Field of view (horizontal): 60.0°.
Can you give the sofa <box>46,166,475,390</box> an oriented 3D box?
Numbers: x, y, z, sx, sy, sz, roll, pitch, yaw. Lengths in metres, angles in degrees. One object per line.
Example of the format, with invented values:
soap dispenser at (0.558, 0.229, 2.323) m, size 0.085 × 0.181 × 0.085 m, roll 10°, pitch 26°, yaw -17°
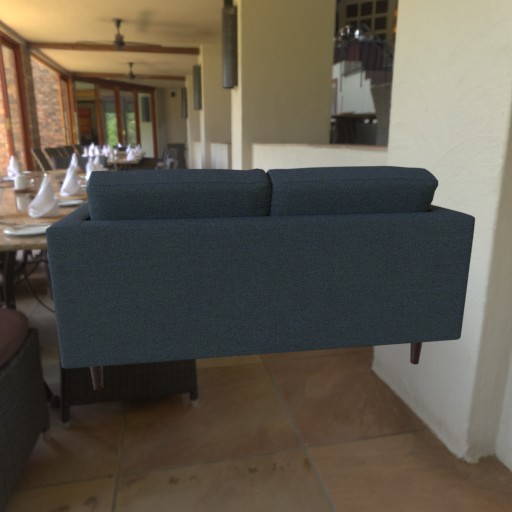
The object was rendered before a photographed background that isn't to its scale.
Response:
sofa at (0.000, 0.000, 2.217) m, size 1.659 × 0.907 × 0.999 m, roll -2°, pitch 15°, yaw -9°
